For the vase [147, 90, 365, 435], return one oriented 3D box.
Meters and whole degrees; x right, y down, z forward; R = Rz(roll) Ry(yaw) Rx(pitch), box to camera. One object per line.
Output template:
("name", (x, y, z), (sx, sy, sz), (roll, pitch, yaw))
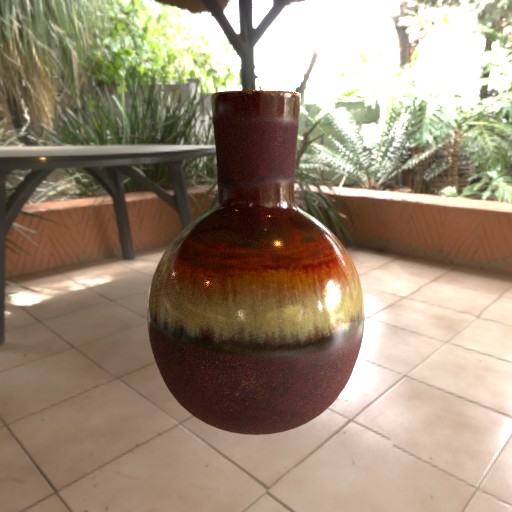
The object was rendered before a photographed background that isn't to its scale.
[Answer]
("vase", (0.000, 0.000, 0.224), (0.111, 0.154, 0.111), (0, 16, 0))
